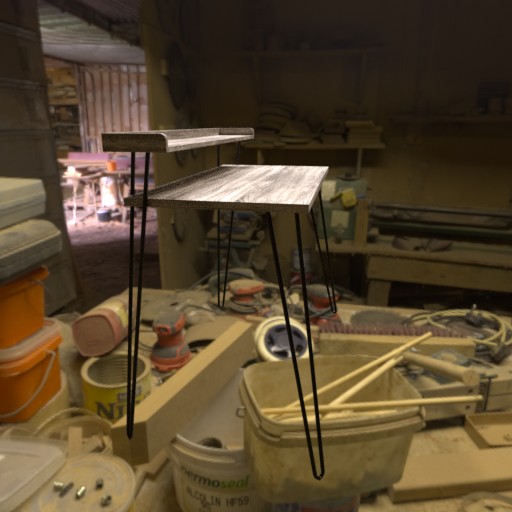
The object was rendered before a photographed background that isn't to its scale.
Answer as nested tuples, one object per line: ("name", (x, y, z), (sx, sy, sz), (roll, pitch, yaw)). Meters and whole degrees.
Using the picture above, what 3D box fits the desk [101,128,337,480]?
("desk", (0.000, 0.000, 1.645), (0.605, 0.899, 1.135), (3, 17, 11))
